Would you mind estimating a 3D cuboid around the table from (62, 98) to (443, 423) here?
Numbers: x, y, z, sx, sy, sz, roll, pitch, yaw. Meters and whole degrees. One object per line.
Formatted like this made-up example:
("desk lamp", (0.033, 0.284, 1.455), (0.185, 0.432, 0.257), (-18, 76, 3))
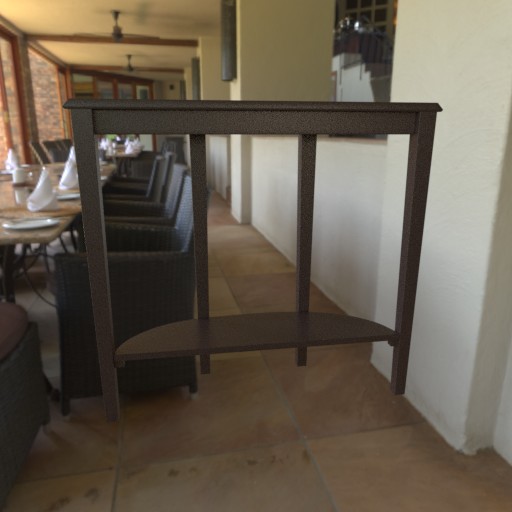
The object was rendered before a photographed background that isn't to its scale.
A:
("table", (0.000, 0.000, 1.281), (0.909, 0.831, 0.274), (-2, 16, -9))
